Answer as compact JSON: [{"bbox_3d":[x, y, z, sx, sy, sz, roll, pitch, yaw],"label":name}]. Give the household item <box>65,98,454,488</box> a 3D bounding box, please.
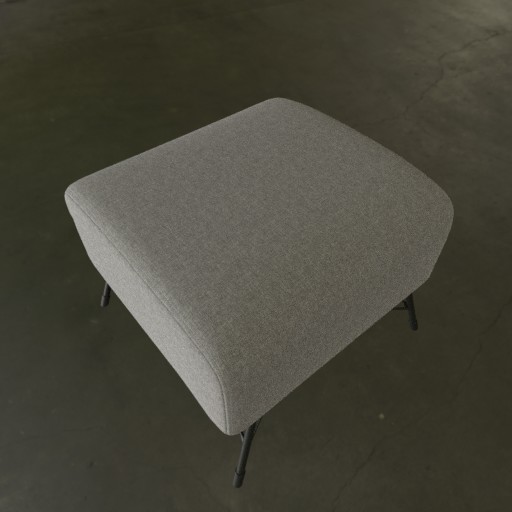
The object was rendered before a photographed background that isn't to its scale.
[{"bbox_3d":[0.000,0.000,0.883,0.530,0.410,0.530,-32,55,-26],"label":"household item"}]
